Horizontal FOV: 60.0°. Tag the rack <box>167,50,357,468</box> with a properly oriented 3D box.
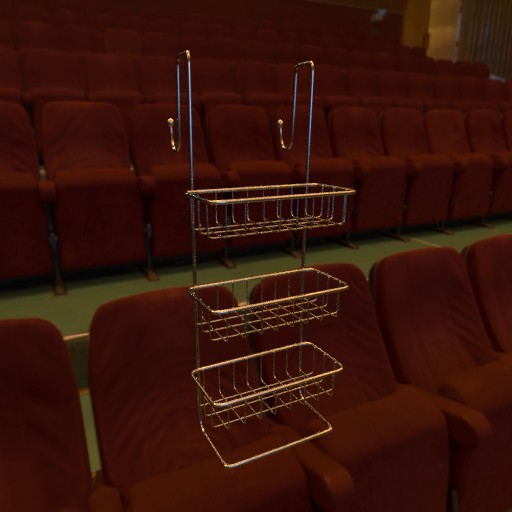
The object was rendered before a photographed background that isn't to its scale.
[{"bbox_3d":[0.000,0.000,0.686,0.228,0.574,0.202,-8,17,-26],"label":"rack"}]
